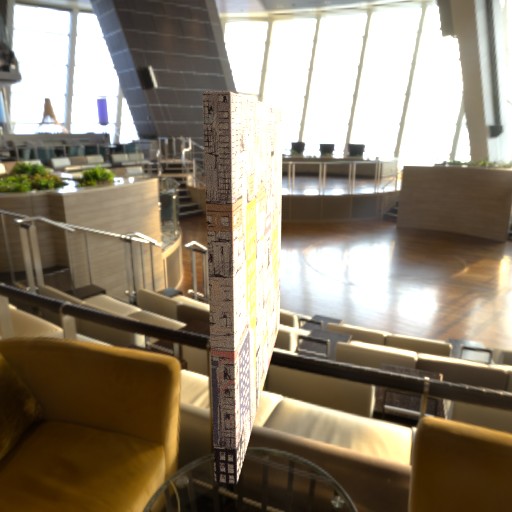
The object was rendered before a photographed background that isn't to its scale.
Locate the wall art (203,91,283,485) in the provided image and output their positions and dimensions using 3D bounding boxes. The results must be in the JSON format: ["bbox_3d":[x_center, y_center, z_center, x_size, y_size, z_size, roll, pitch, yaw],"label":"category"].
[{"bbox_3d":[0.000,0.000,0.930,0.038,0.608,0.607,3,17,9],"label":"wall art"}]
